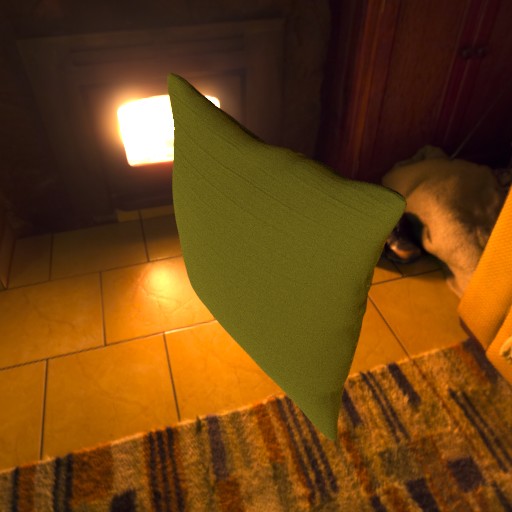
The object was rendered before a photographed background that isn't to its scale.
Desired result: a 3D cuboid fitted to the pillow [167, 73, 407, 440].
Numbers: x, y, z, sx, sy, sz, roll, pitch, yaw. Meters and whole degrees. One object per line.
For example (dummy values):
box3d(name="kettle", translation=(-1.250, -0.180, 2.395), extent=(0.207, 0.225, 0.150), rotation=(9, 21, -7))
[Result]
box3d(name="pillow", translation=(0.000, 0.000, 0.719), extent=(0.175, 0.464, 0.470), rotation=(-26, 48, -27))
